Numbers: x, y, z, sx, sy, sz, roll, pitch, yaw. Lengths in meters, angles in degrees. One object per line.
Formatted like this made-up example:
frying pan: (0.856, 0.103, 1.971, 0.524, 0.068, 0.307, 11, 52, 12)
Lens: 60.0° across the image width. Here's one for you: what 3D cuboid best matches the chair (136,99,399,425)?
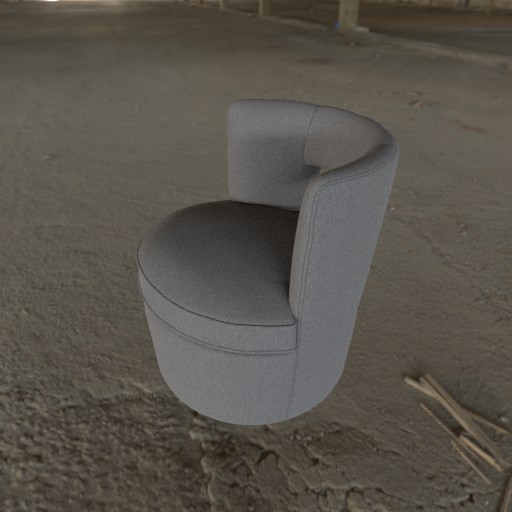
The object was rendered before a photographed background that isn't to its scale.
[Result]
chair: (0.000, 0.000, 1.253, 0.660, 0.719, 0.689, -8, 32, -14)
